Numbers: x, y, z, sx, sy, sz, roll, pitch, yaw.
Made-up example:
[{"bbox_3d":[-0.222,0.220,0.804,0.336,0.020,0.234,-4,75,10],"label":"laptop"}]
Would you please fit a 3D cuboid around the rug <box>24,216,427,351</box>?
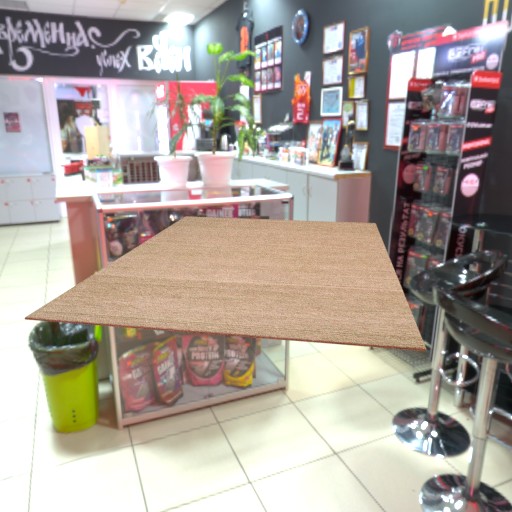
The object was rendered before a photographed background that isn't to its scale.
[{"bbox_3d":[0.000,0.000,4.109,2.425,0.016,3.198,3,17,9],"label":"rug"}]
